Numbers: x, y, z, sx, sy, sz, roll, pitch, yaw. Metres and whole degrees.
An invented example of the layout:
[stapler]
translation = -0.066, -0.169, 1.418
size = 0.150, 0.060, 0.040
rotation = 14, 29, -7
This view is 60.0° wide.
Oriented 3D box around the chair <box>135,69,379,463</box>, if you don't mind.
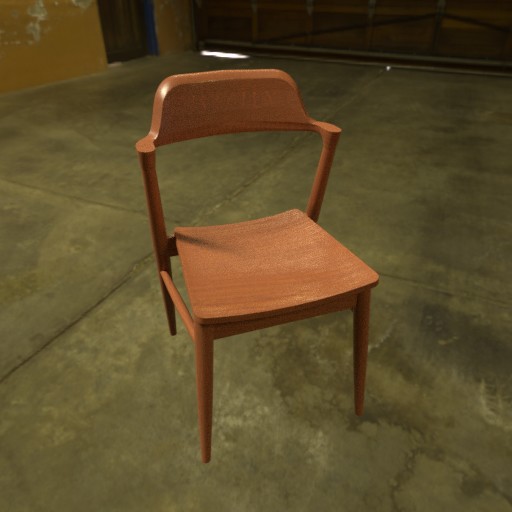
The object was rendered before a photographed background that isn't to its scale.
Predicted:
[chair]
translation = 0.000, 0.000, 1.118
size = 0.496, 0.801, 0.499
rotation = -10, 33, -16
